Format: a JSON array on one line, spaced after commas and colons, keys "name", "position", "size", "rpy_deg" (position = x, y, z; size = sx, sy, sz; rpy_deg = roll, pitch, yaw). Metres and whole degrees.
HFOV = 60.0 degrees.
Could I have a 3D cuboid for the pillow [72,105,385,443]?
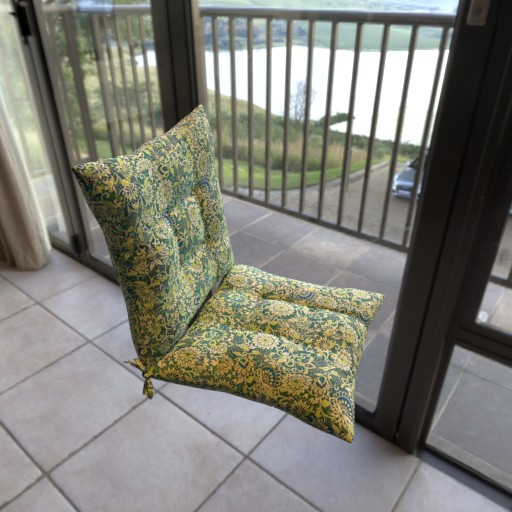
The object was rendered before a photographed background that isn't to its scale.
[{"name": "pillow", "position": [0.000, 0.000, 1.019], "size": [0.585, 0.536, 0.541], "rpy_deg": [11, 33, 17]}]
